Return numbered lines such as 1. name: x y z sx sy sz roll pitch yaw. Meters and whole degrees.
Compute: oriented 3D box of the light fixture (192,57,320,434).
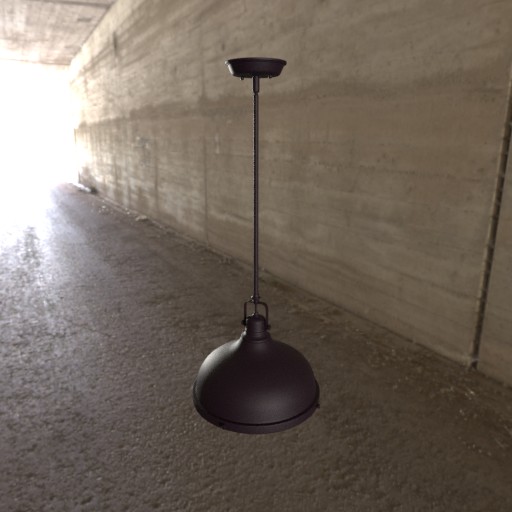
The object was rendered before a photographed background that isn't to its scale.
1. light fixture: 0.000 0.000 1.049 0.341 0.849 0.341 7 17 25
